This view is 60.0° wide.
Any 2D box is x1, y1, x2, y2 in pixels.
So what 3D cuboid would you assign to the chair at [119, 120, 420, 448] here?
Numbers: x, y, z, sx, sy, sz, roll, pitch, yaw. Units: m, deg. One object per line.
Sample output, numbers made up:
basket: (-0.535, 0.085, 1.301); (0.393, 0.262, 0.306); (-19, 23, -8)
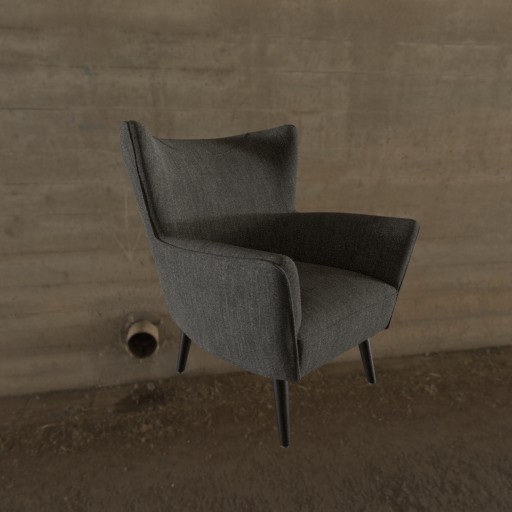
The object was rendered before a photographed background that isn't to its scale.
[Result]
chair: (0.000, 0.000, 1.605); (0.888, 0.933, 0.781); (15, 21, 43)
